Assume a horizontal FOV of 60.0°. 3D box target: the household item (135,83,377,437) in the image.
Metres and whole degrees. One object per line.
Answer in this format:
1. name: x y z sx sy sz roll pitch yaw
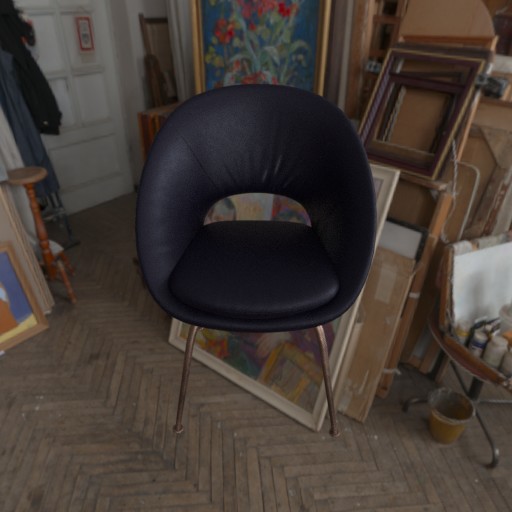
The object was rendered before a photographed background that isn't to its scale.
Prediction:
1. household item: 0.000 0.000 1.280 0.623 0.852 0.573 1 31 1
